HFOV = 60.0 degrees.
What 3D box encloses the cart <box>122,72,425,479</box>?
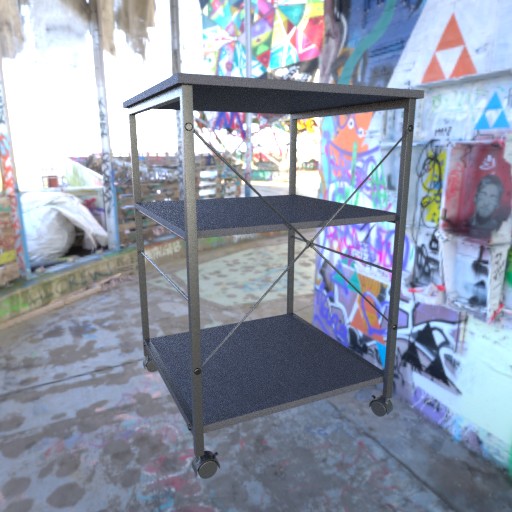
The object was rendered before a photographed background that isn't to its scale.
[{"bbox_3d":[0.000,0.000,1.121,0.521,0.762,0.520,-6,15,-25],"label":"cart"}]
